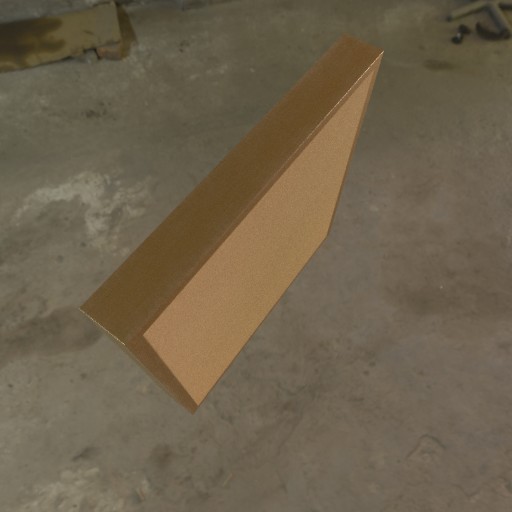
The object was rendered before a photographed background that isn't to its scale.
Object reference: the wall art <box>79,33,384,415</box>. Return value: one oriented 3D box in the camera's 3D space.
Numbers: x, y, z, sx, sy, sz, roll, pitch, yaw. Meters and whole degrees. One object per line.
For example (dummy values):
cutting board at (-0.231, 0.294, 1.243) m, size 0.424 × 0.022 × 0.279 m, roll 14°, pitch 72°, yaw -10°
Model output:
wall art at (0.000, 0.000, 0.450) m, size 0.038 × 0.305 × 0.306 m, roll 33°, pitch 68°, yaw 15°
